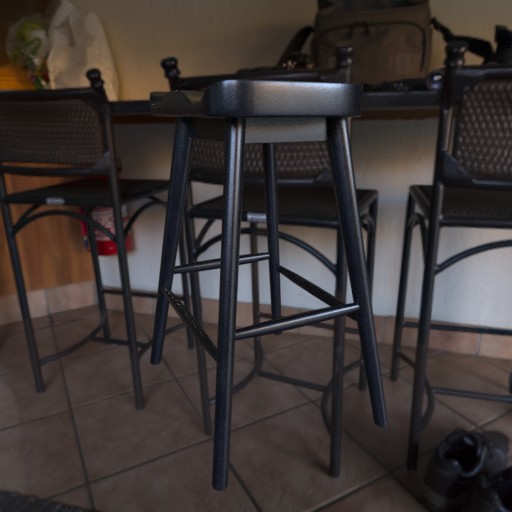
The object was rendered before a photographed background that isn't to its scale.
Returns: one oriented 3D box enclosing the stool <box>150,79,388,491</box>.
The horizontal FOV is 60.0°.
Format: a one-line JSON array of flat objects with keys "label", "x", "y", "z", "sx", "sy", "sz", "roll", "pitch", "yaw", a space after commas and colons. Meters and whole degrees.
[{"label": "stool", "x": 0.000, "y": 0.000, "z": 0.869, "sx": 0.361, "sy": 0.615, "sz": 0.440, "roll": -9, "pitch": 20, "yaw": -25}]
